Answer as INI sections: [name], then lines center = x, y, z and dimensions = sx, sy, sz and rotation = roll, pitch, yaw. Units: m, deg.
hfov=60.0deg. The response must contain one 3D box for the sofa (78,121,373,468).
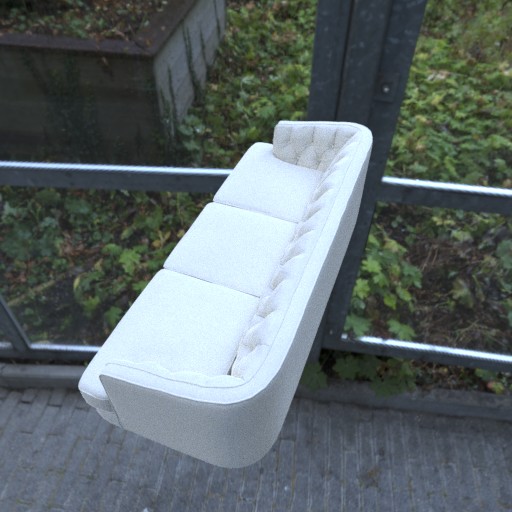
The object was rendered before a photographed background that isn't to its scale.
[sofa]
center = 0.000, 0.000, 2.680
dimensions = 0.941, 0.855, 2.278
rotation = 16, 48, 15
